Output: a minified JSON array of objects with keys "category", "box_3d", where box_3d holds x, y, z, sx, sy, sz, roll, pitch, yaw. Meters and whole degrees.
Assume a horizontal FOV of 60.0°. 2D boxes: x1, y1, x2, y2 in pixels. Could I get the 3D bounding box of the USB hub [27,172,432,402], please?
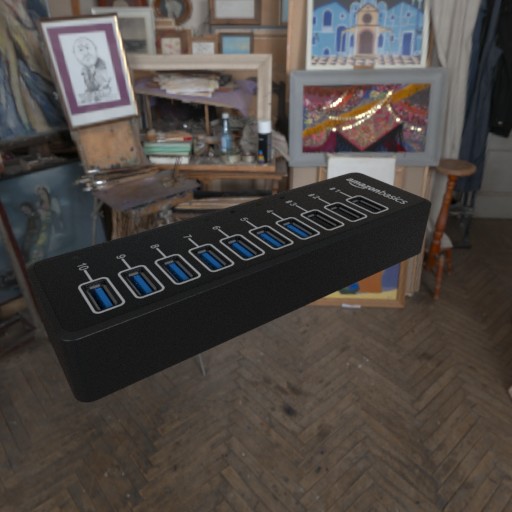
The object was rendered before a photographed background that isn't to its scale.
[{"category":"USB hub","box_3d":[0.000,0.000,0.163,0.145,0.023,0.044,-20,36,-29]}]
